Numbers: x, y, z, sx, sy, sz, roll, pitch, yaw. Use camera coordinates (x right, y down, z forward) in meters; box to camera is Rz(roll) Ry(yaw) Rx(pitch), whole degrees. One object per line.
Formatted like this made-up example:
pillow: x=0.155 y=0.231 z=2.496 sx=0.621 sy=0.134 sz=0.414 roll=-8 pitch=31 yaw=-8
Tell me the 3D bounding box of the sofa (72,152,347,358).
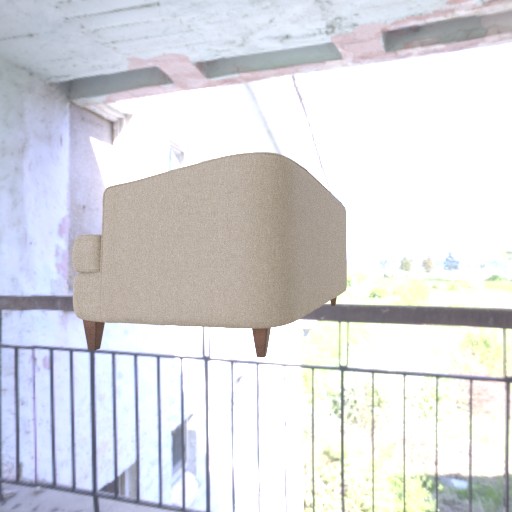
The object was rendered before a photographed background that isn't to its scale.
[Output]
sofa: x=0.000 y=0.000 z=2.736 sx=0.913 sy=0.788 sz=2.235 roll=0 pitch=0 yaw=18
